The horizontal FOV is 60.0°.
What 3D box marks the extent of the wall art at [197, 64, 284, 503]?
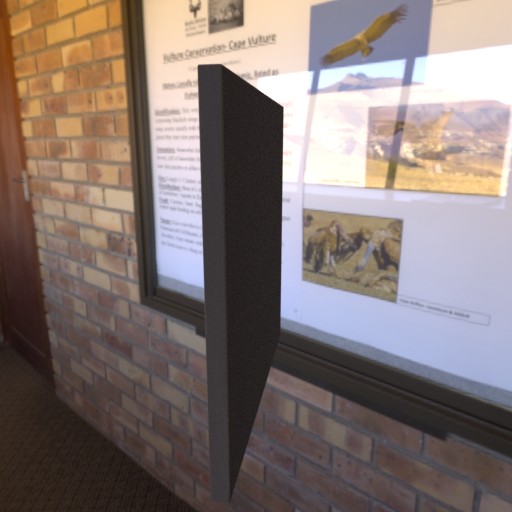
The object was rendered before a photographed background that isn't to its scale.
[{"bbox_3d":[0.000,0.000,0.438,0.015,0.303,0.304,3,14,10],"label":"wall art"}]
